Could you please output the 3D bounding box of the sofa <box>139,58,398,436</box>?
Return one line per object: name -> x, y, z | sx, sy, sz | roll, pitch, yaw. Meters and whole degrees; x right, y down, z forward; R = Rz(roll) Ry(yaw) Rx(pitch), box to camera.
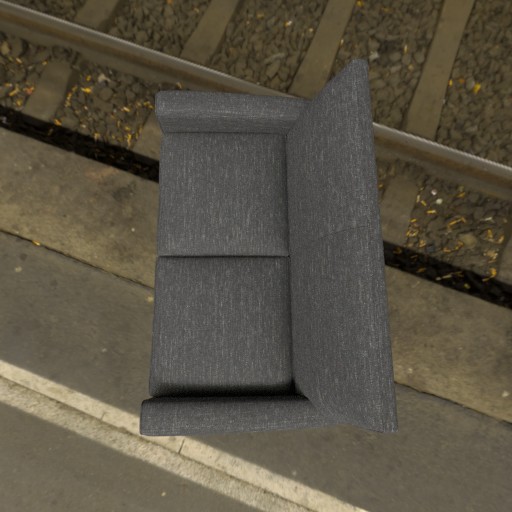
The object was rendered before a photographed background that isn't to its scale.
sofa -> 0.000, 0.000, 1.933 | 0.875, 0.846, 1.420 | -1, 76, 0
